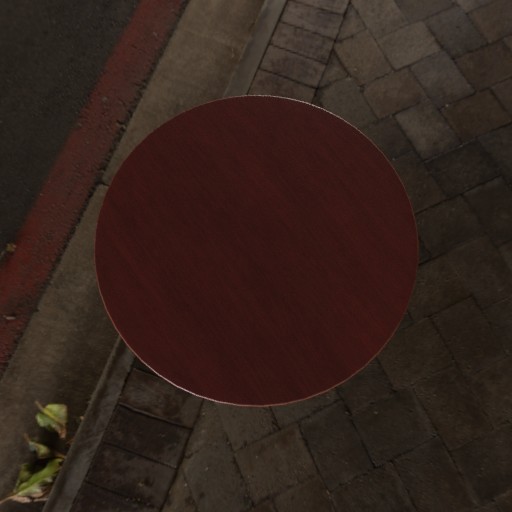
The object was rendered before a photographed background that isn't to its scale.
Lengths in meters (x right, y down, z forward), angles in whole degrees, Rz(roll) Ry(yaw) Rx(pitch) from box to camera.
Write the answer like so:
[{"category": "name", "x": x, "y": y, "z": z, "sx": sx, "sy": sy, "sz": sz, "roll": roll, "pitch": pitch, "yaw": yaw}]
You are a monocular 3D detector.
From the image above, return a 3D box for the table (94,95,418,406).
[{"category": "table", "x": 0.000, "y": 0.000, "z": 1.635, "sx": 1.029, "sy": 0.486, "sz": 1.029, "roll": 0, "pitch": 75, "yaw": 0}]
